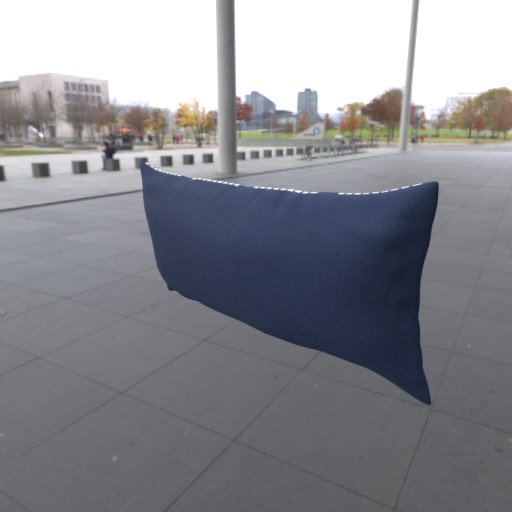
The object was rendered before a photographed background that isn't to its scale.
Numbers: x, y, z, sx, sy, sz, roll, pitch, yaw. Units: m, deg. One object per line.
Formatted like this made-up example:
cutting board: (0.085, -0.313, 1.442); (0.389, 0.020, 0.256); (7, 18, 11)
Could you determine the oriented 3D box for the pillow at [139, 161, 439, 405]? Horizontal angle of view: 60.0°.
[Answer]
pillow: (0.000, 0.000, 0.730); (0.156, 0.292, 0.608); (-14, 21, -42)
